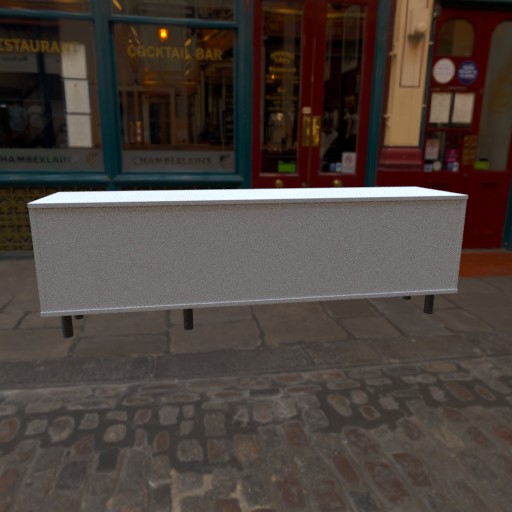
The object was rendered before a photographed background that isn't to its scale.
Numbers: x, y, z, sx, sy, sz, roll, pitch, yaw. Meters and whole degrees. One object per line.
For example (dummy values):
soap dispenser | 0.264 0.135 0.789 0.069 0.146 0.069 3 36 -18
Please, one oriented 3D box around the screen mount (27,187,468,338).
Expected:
screen mount | 0.000 0.000 1.852 1.600 0.520 0.418 -2 14 -9
